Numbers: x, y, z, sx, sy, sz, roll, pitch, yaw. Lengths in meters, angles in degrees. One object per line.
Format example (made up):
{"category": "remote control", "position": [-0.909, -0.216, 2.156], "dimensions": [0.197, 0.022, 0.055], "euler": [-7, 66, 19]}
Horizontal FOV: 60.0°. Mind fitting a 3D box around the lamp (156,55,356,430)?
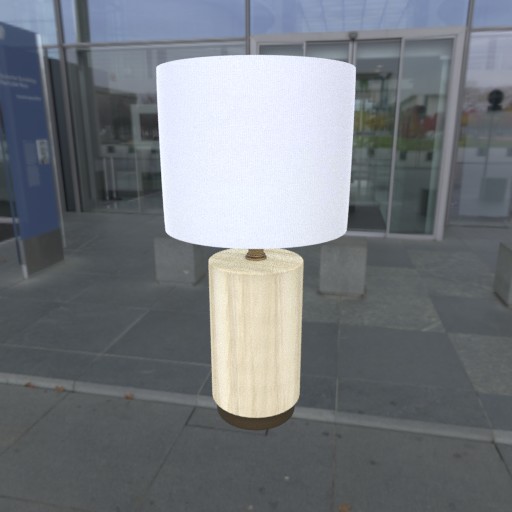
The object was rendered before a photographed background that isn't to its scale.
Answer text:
{"category": "lamp", "position": [0.000, 0.000, 0.573], "dimensions": [0.228, 0.444, 0.228], "euler": [8, 18, 25]}
